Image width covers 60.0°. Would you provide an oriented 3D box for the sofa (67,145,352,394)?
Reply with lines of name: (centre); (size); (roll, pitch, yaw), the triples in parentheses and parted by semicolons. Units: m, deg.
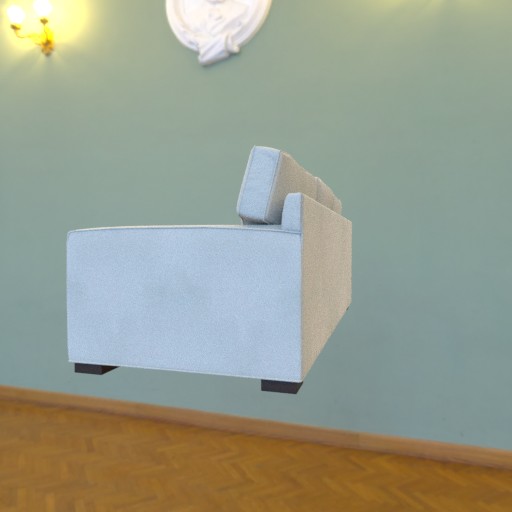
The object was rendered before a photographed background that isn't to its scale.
sofa: (0.000, 0.000, 2.581); (0.935, 0.862, 2.088); (0, 2, 17)
